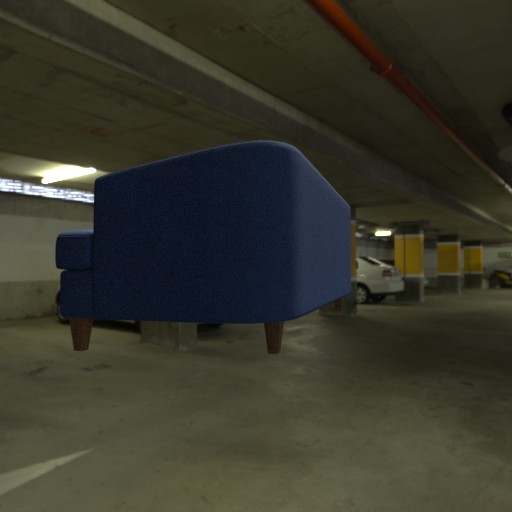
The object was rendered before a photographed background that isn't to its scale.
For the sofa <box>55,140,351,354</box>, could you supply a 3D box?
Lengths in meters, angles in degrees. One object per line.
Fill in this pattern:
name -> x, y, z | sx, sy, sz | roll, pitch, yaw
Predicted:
sofa -> 0.000, 0.000, 2.621 | 0.914, 0.787, 2.235 | -1, -2, 19
